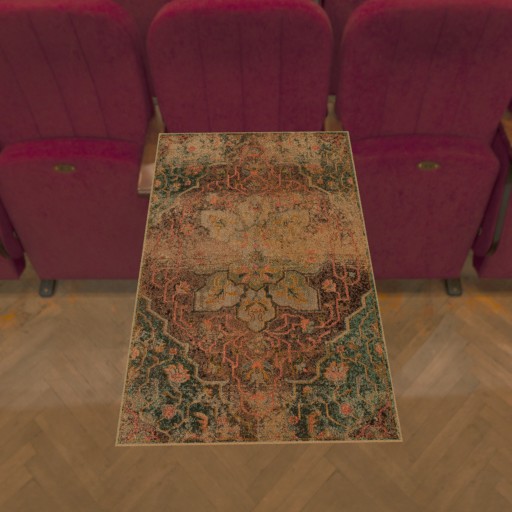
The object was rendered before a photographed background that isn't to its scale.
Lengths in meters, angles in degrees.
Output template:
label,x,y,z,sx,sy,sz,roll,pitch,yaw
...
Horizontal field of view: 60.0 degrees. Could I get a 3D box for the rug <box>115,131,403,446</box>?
label,x,y,z,sx,sy,sz,roll,pitch,yaw
rug,0.000,0.000,2.958,1.566,0.004,2.363,0,58,0
